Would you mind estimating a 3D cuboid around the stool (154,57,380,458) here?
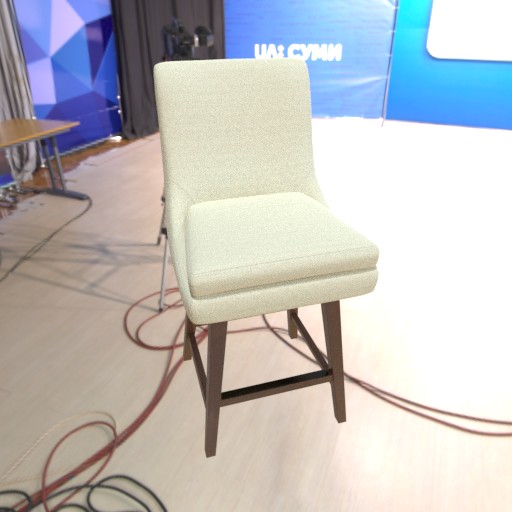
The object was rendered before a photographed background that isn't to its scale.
[{"bbox_3d":[0.000,0.000,1.273,0.483,0.991,0.559,-9,31,-14],"label":"stool"}]
